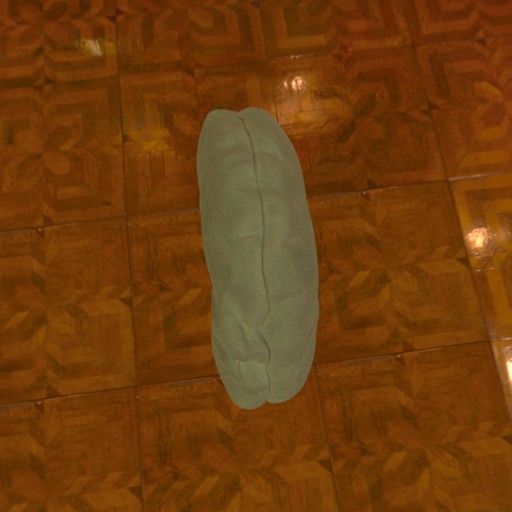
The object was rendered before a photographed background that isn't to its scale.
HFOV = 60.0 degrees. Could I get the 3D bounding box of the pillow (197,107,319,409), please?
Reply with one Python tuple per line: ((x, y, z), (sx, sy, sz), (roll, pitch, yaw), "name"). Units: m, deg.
((0.000, 0.000, 0.656), (0.148, 0.407, 0.428), (-5, 75, -1), "pillow")
